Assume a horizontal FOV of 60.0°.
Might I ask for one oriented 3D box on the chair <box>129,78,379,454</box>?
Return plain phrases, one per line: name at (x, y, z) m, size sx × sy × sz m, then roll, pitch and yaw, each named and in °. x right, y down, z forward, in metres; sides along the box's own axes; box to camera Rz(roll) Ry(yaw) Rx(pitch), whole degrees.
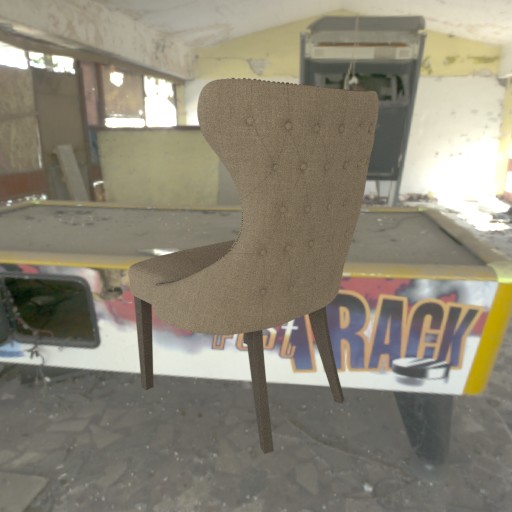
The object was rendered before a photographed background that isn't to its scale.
chair at (0.000, 0.000, 1.377) m, size 0.628 × 0.967 × 0.635 m, roll -14°, pitch 21°, yaw -42°
